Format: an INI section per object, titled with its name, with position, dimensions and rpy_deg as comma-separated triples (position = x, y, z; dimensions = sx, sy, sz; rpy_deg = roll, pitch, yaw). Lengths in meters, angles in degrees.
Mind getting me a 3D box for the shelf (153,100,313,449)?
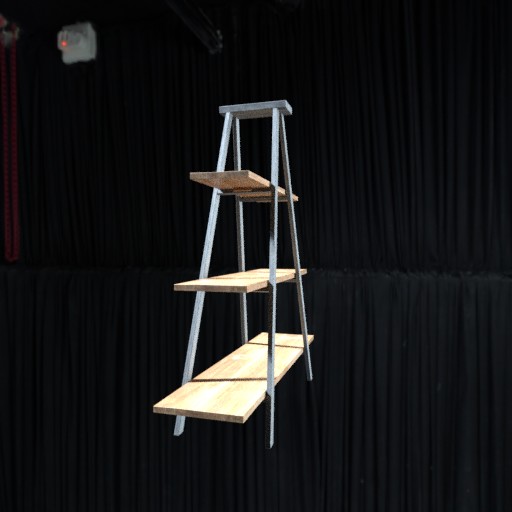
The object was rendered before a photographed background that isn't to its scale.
[shelf]
position = 0.000, 0.000, 2.730
dimensions = 0.508, 1.808, 1.746
rpy_deg = 0, 1, 17
